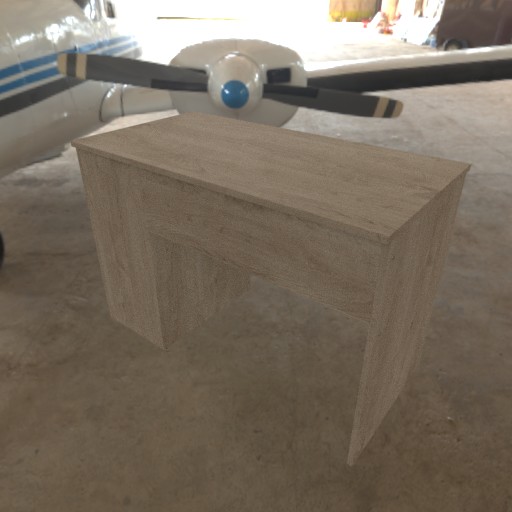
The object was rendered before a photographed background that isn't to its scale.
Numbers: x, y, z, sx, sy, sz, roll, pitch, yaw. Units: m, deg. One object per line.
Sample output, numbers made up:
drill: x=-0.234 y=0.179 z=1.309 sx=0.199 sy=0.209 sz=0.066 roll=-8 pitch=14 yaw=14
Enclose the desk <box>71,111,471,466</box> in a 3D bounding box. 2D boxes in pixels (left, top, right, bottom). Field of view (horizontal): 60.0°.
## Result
desk: x=0.000 y=0.000 z=1.522 sx=1.096 sy=0.730 sz=0.560 roll=21 pitch=36 yaw=32
